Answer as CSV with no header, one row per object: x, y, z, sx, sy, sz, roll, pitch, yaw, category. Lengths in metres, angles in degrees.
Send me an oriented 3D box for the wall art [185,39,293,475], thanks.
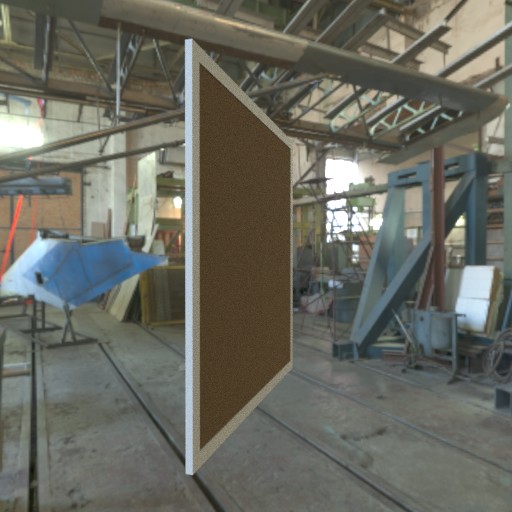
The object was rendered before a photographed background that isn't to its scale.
0.000,0.000,1.213,0.015,0.812,0.812,0,1,18,wall art
